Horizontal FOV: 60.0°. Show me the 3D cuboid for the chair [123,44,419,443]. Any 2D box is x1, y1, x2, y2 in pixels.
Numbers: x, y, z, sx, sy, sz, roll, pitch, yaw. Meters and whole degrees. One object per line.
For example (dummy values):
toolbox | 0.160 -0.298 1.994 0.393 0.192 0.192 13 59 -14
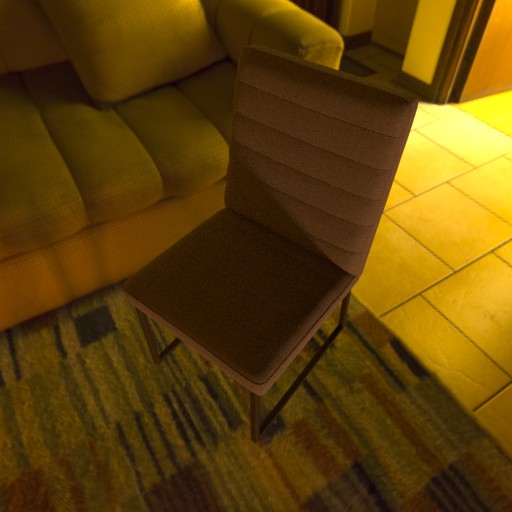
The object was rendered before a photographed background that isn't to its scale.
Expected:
chair | 0.000 0.000 1.311 0.520 0.930 0.634 30 54 24
